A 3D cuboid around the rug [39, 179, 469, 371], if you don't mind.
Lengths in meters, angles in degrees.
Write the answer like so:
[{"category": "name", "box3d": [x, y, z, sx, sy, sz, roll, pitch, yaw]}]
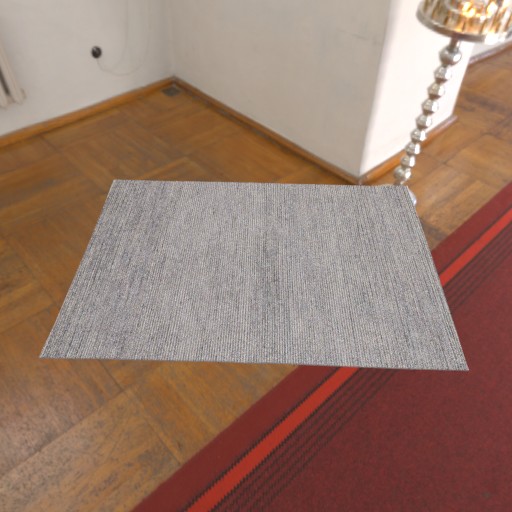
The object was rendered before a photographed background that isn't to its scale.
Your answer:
[{"category": "rug", "box3d": [0.000, 0.000, 2.909, 2.307, 0.030, 1.604, 2, 46, 1]}]
